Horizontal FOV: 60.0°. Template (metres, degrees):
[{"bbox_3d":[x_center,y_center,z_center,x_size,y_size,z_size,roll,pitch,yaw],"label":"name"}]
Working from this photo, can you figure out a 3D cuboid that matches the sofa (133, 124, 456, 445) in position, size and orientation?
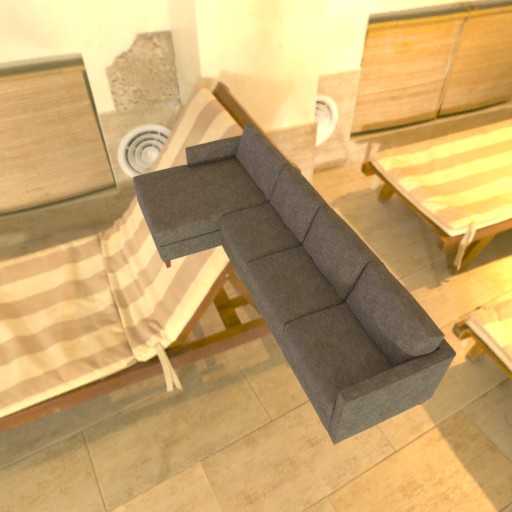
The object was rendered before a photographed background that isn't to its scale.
[{"bbox_3d":[0.000,0.000,4.184,1.606,0.954,3.471,-17,47,-17],"label":"sofa"}]
